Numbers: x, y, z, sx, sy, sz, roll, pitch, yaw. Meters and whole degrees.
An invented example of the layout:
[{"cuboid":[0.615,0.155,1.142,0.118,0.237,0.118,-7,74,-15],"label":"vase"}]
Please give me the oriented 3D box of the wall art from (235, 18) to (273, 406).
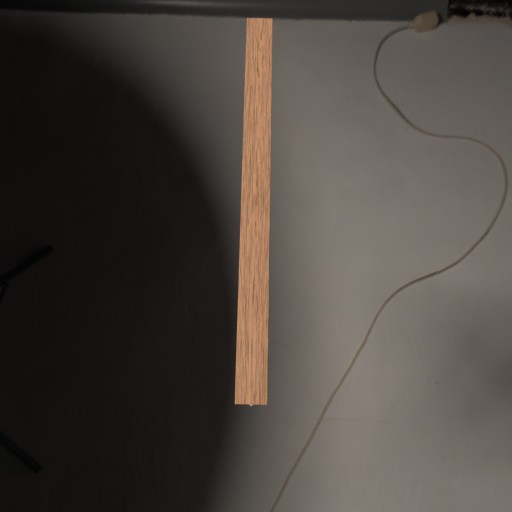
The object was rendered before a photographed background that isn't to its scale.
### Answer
[{"cuboid":[0.000,0.000,0.689,0.028,0.527,0.403,1,76,0],"label":"wall art"}]
